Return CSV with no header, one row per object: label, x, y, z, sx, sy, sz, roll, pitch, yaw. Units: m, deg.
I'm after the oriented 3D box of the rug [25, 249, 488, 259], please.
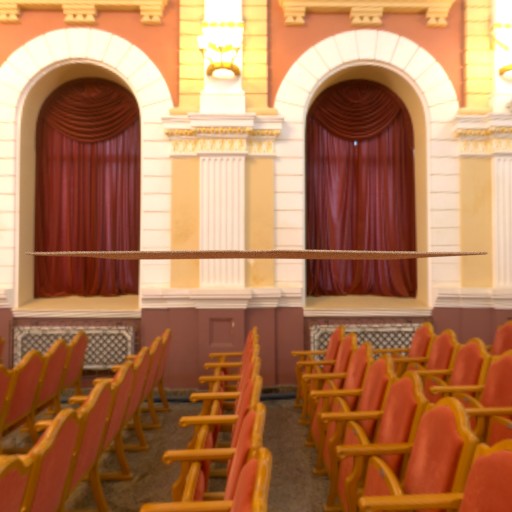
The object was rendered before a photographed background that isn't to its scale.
rug,0.000,0.000,3.009,2.346,0.029,1.574,0,-1,0
